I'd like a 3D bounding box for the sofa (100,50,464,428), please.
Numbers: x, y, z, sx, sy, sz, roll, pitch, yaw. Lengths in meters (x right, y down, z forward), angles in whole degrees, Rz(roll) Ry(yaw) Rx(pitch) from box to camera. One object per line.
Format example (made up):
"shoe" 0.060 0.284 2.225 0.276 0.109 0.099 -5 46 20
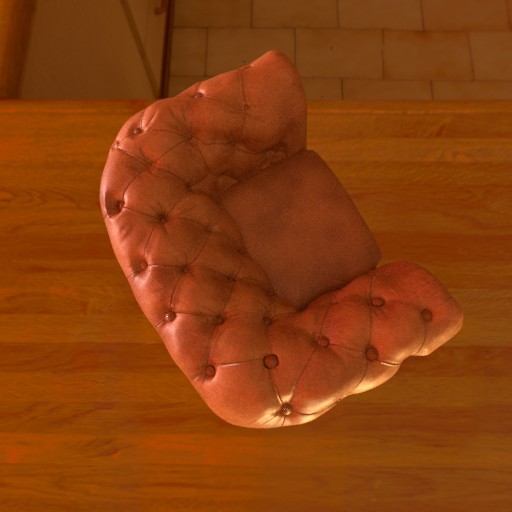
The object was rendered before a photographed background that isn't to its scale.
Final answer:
"sofa" 0.000 0.000 2.019 1.033 0.878 1.405 -29 77 -7
